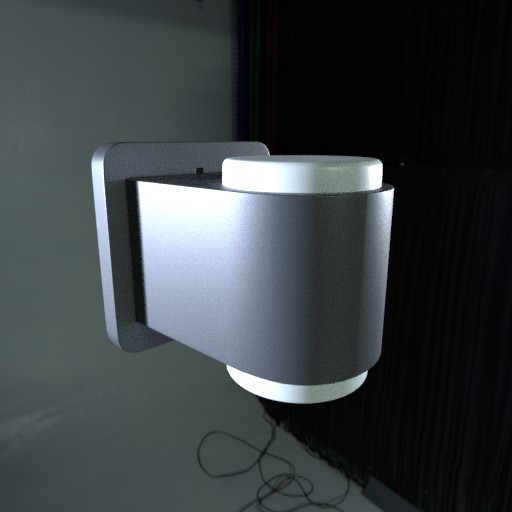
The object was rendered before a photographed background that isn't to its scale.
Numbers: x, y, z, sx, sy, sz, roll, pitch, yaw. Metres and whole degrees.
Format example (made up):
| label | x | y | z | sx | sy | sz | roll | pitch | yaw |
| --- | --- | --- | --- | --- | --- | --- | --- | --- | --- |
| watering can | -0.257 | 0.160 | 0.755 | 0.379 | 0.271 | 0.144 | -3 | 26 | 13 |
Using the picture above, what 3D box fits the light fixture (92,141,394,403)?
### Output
| label | x | y | z | sx | sy | sz | roll | pitch | yaw |
| --- | --- | --- | --- | --- | --- | --- | --- | --- | --- |
| light fixture | 0.000 | 0.000 | 0.219 | 0.109 | 0.109 | 0.132 | -14 | 20 | -41 |
